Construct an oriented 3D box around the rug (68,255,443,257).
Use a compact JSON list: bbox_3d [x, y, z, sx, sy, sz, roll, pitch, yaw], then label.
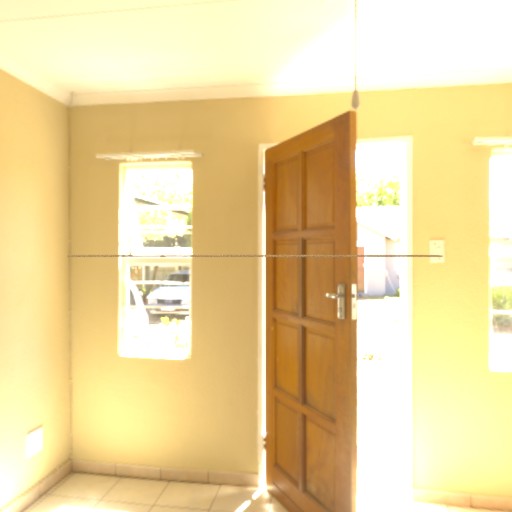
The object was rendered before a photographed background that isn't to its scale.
[{"bbox_3d":[0.000,0.000,2.914,1.522,0.008,2.284,0,0,0],"label":"rug"}]
